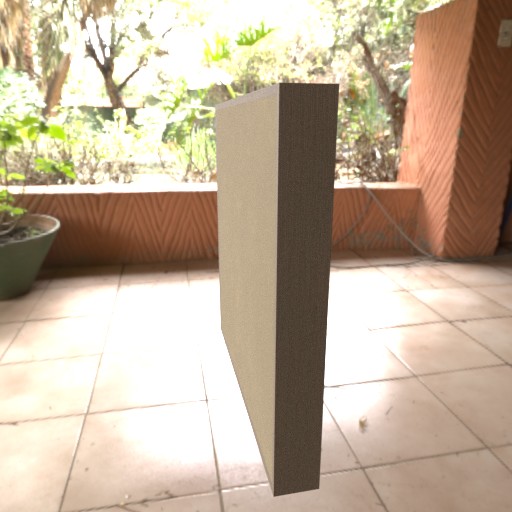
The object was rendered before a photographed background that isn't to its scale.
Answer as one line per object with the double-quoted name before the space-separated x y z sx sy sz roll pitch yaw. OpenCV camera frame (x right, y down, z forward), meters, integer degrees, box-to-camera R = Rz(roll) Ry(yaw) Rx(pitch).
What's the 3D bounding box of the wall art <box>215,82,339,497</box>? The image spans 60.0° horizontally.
"wall art" 0.000 0.000 0.451 0.038 0.303 0.304 -3 17 -12
